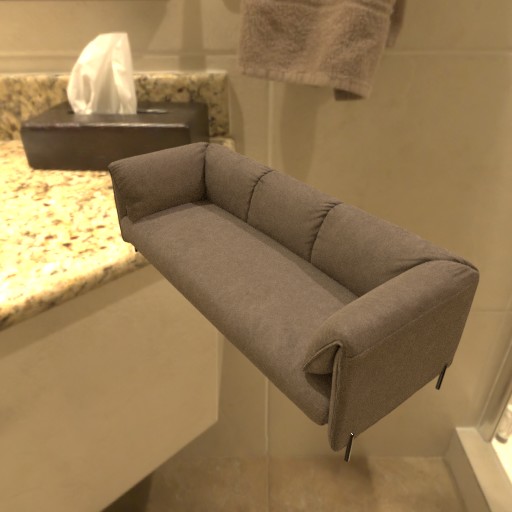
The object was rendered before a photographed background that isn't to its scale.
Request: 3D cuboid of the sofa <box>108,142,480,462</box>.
[{"bbox_3d":[0.000,0.000,2.643,0.899,0.758,2.238,-22,38,-31],"label":"sofa"}]
